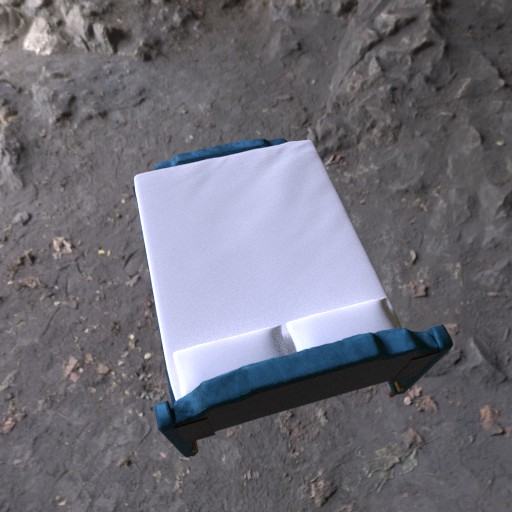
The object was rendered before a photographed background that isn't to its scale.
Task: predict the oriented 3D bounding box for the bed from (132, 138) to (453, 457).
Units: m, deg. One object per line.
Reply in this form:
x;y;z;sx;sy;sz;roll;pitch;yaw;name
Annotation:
0.000;0.000;3.349;1.678;1.338;2.322;-13;59;-8;bed
